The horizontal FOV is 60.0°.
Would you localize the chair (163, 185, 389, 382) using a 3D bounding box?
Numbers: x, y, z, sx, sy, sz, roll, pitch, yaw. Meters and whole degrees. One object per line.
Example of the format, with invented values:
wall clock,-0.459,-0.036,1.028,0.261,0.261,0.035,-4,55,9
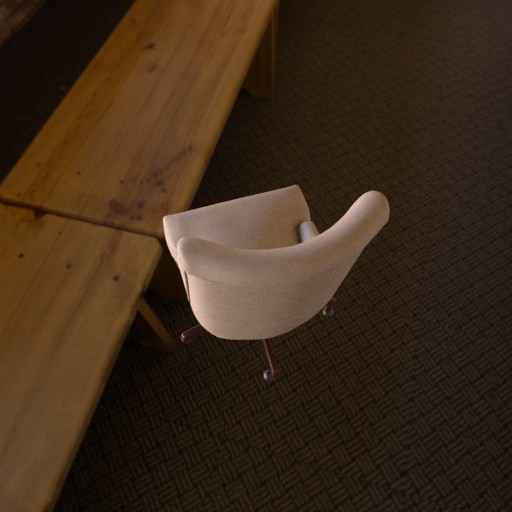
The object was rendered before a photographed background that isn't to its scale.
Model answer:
chair,0.000,0.000,1.441,0.645,1.010,0.696,-15,60,-8
